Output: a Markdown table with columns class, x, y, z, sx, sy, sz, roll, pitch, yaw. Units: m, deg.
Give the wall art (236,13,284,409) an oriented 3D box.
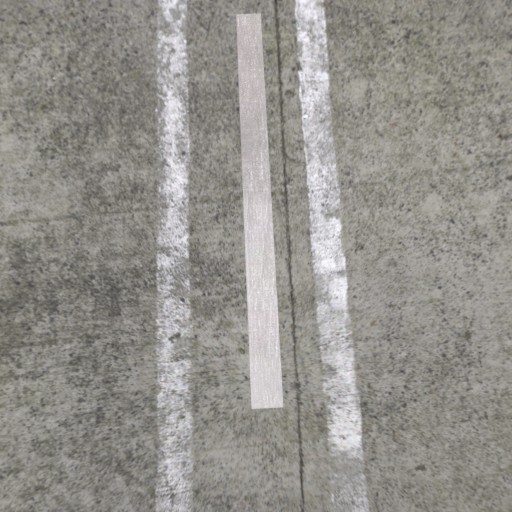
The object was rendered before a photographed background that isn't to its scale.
| class | x | y | z | sx | sy | sz | roll | pitch | yaw |
| --- | --- | --- | --- | --- | --- | --- | --- | --- | --- |
| wall art | 0.000 | 0.000 | 0.694 | 0.032 | 0.521 | 0.421 | -3 | 74 | -1 |
